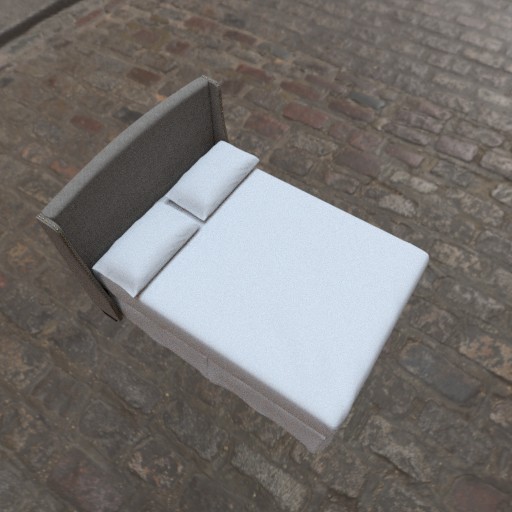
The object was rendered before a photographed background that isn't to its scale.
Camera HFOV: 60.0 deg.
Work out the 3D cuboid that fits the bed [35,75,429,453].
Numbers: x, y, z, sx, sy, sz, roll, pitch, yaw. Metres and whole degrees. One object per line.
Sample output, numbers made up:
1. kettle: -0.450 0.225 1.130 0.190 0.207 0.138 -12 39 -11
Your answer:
1. bed: 0.000 0.000 3.334 2.237 1.407 1.710 29 62 17
